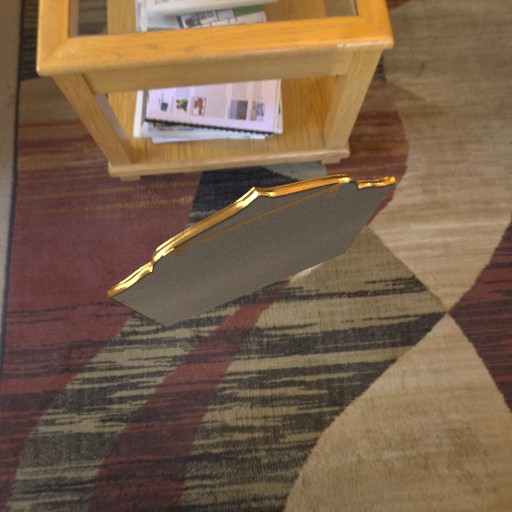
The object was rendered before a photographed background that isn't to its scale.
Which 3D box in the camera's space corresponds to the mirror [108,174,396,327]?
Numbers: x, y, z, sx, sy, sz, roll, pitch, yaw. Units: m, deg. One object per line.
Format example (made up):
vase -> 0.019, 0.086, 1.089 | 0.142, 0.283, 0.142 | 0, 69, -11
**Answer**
mirror -> 0.000, 0.000, 0.864 | 0.513, 0.635, 0.018 | -22, 76, -6
